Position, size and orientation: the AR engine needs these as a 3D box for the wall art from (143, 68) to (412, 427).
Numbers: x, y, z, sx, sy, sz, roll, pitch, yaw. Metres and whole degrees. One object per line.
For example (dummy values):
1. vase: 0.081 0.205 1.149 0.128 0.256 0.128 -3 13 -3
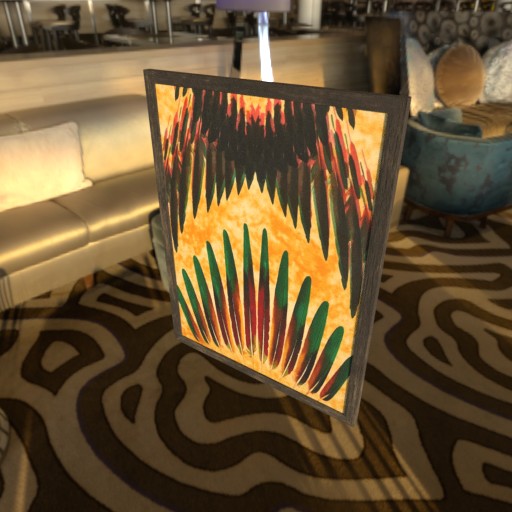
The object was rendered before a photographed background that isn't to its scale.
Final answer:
1. wall art: 0.000 0.000 1.436 0.812 1.066 0.029 19 35 29
